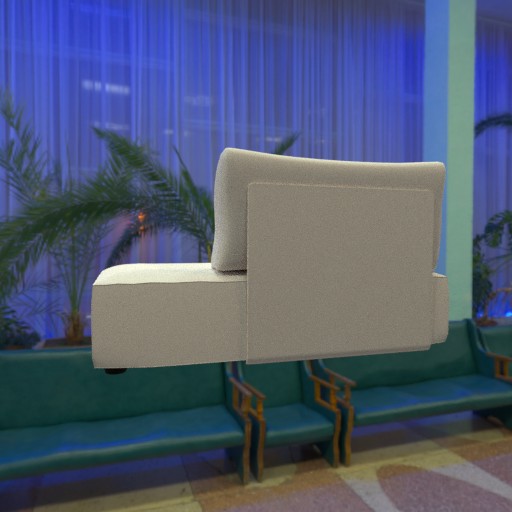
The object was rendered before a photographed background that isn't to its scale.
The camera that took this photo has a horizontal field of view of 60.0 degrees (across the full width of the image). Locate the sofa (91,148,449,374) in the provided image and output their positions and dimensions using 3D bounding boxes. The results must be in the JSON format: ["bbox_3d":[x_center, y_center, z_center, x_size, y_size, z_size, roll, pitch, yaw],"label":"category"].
[{"bbox_3d":[0.000,0.000,2.153,1.450,0.820,1.000,0,1,-17],"label":"sofa"}]
